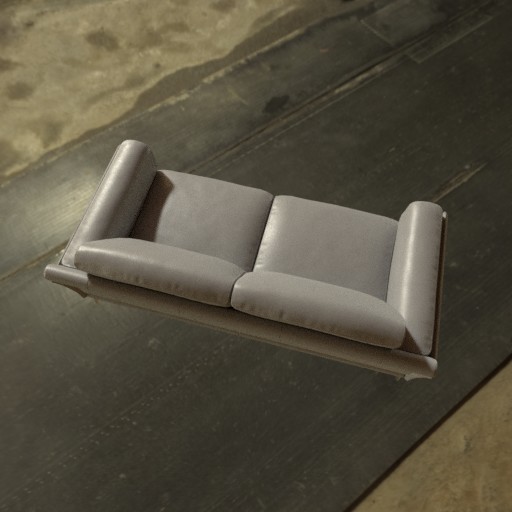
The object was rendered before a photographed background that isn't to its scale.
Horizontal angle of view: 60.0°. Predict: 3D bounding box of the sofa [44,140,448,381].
[{"bbox_3d":[0.000,0.000,2.627,2.101,0.930,1.049,13,64,7],"label":"sofa"}]
